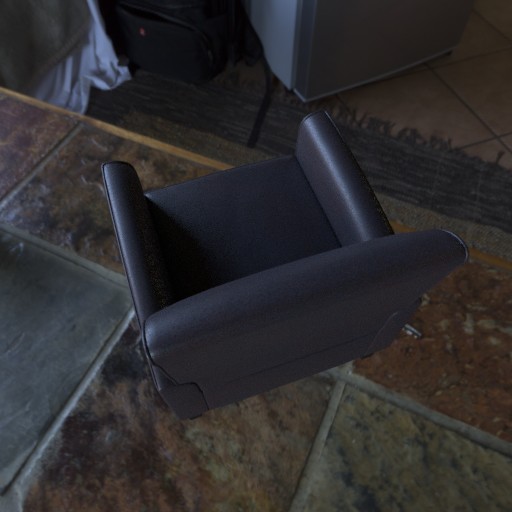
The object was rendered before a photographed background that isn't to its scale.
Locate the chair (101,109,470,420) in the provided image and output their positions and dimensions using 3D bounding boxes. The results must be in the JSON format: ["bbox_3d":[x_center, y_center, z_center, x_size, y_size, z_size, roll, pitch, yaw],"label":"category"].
[{"bbox_3d":[0.000,0.000,1.491,0.820,0.916,0.819,-17,60,-10],"label":"chair"}]
